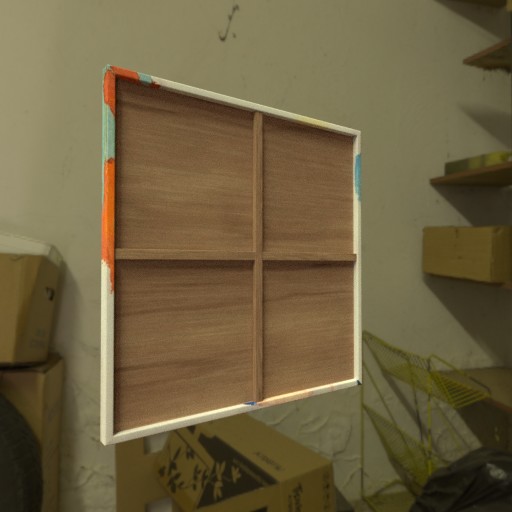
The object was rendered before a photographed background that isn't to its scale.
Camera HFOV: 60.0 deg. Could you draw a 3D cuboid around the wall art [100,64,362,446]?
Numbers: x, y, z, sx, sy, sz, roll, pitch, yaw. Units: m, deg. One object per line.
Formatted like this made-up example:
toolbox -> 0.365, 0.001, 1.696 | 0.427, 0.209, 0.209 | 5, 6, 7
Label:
wall art -> 0.000, 0.000, 1.494 | 1.017, 1.017, 0.044 | 1, -1, -36
